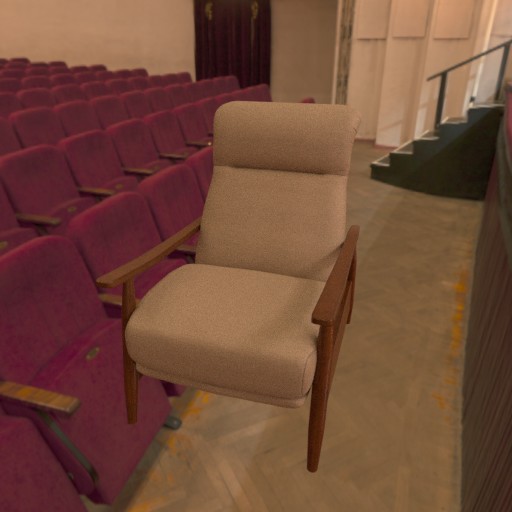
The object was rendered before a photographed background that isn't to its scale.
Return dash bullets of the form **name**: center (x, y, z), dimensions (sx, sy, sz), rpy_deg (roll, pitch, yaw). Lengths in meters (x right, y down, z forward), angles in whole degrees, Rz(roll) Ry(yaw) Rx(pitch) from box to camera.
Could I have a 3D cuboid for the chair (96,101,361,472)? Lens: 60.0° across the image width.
- **chair**: center (0.000, 0.000, 1.787), dimensions (0.762, 1.082, 1.030), rpy_deg (8, 26, 16)
